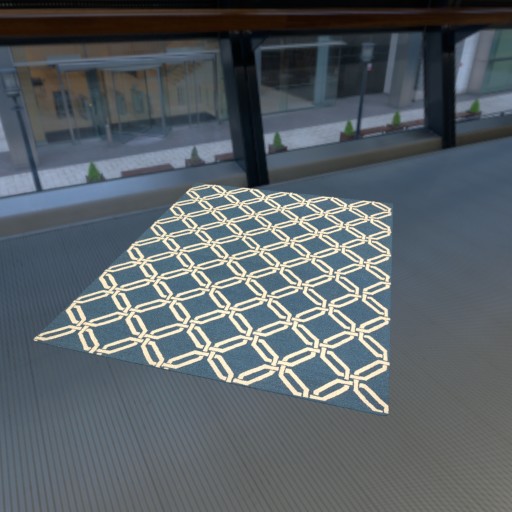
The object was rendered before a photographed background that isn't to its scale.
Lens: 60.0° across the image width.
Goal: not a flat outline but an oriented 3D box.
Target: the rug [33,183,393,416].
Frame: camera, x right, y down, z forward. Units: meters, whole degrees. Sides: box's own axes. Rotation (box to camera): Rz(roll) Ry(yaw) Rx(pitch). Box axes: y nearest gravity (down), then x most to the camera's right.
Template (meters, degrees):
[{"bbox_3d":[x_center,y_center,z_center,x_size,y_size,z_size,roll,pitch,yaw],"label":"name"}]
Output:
[{"bbox_3d":[0.000,0.000,3.836,2.277,0.020,2.867,8,32,13],"label":"rug"}]
